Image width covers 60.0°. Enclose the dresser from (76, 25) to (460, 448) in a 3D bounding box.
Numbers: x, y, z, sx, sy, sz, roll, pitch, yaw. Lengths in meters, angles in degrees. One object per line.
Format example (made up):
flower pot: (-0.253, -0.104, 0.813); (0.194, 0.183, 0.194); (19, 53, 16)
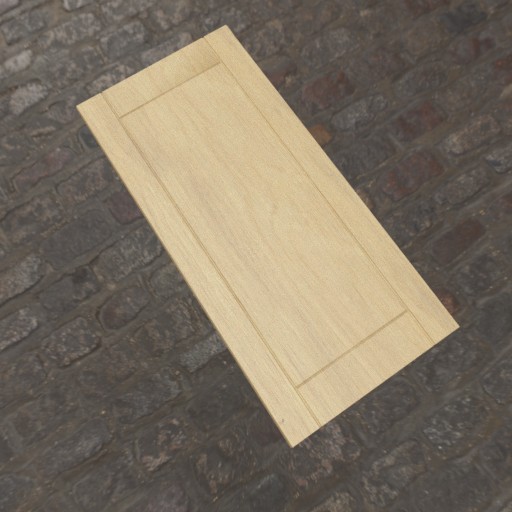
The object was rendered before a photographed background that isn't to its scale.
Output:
dresser: (0.000, 0.000, 1.402); (0.440, 0.835, 0.915); (-33, 77, -8)
